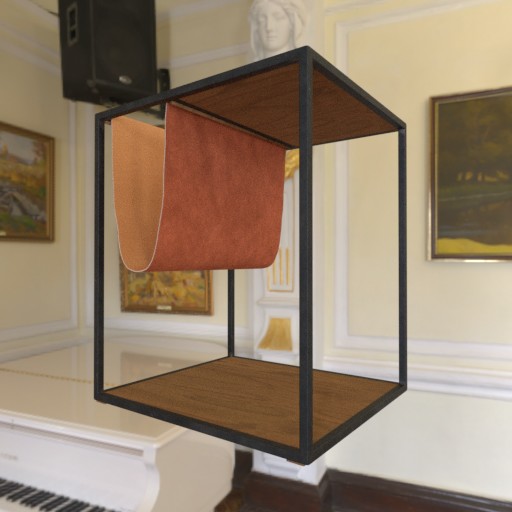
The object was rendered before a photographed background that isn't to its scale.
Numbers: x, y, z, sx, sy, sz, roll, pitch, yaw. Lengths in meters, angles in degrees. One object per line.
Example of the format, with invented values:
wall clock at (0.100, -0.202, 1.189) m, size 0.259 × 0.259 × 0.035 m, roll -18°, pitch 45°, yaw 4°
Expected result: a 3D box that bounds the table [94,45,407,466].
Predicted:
table at (0.000, 0.000, 0.849) m, size 0.450 × 0.536 × 0.399 m, roll 0°, pitch -1°, yaw 36°
